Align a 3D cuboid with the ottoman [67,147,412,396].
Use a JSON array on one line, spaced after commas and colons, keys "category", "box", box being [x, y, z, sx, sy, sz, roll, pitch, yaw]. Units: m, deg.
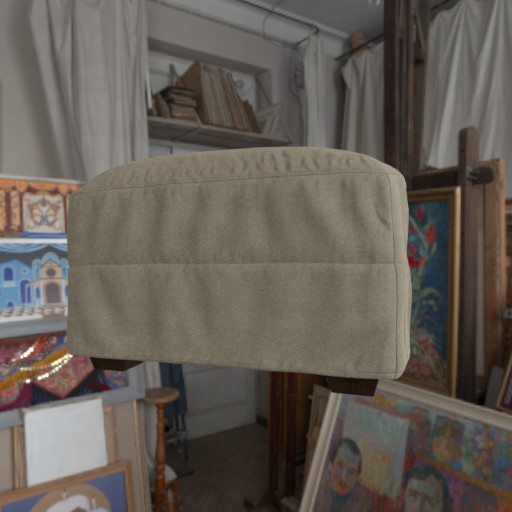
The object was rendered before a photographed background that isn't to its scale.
[{"category": "ottoman", "box": [0.000, 0.000, 1.077, 0.712, 0.480, 0.584, 0, 1, 18]}]
